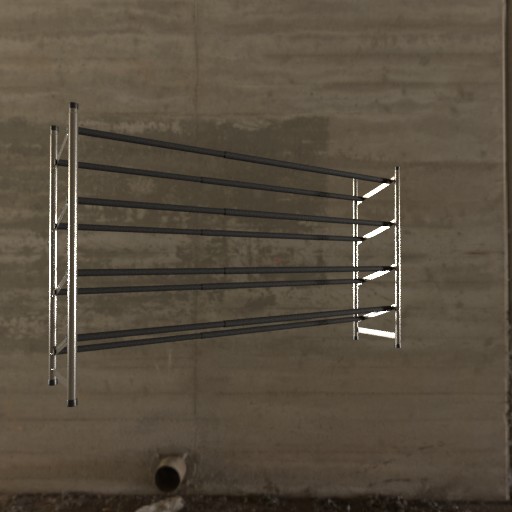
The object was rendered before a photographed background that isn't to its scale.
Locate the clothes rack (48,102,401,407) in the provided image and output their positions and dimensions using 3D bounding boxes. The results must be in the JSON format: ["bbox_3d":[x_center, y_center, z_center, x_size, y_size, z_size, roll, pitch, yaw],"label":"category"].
[{"bbox_3d":[0.000,0.000,1.399,1.168,0.672,0.229,1,-1,-35],"label":"clothes rack"}]
